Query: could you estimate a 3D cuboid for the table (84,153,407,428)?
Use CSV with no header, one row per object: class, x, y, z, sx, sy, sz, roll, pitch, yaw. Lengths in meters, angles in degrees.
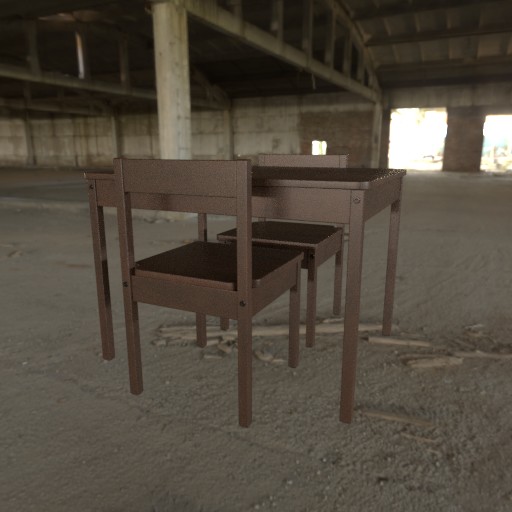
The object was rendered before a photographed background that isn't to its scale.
table,0.000,0.000,1.138,0.650,0.503,0.672,6,15,25
